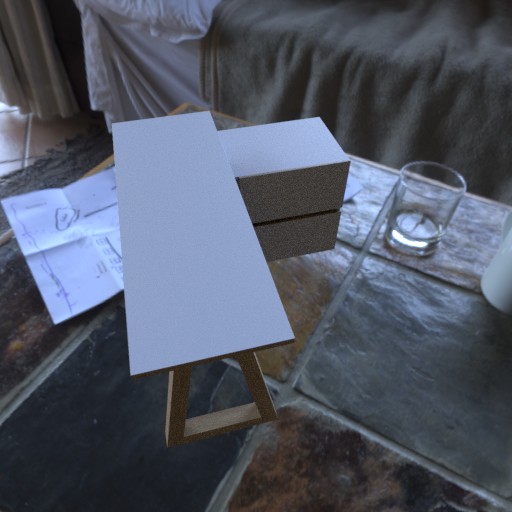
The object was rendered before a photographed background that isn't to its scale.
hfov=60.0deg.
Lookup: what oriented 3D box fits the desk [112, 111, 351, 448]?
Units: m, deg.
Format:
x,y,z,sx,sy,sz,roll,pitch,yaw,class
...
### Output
x,y,z,sx,sy,sz,roll,pitch,yaw,class
0.000,0.000,2.085,1.098,0.755,1.404,-11,48,-10,desk
